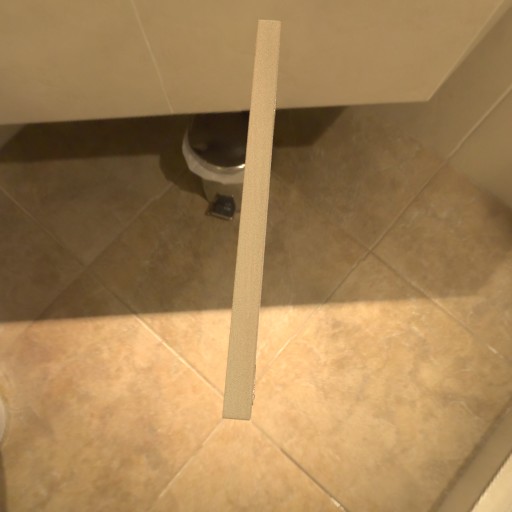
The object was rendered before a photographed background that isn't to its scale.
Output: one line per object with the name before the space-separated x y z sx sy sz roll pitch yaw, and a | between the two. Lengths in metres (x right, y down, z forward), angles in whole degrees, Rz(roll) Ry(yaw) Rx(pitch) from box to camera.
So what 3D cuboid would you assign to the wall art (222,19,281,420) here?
wall art | 0.000 0.000 0.981 0.041 0.710 0.608 4 76 1
